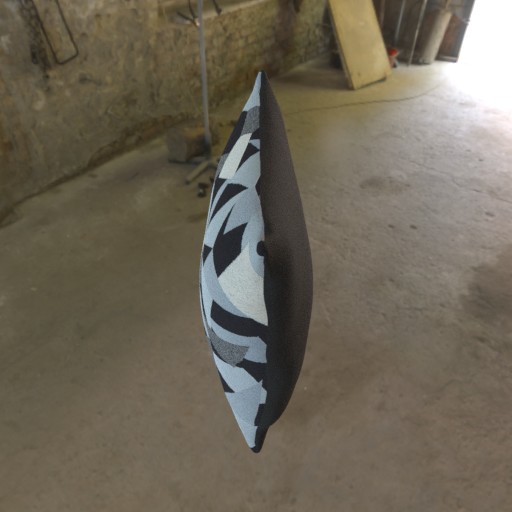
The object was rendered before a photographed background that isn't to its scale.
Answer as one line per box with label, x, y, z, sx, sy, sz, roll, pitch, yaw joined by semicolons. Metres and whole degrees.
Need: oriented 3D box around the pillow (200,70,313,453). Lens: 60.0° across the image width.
pillow;0.000;0.000;0.804;0.208;0.496;0.503;1;42;1
